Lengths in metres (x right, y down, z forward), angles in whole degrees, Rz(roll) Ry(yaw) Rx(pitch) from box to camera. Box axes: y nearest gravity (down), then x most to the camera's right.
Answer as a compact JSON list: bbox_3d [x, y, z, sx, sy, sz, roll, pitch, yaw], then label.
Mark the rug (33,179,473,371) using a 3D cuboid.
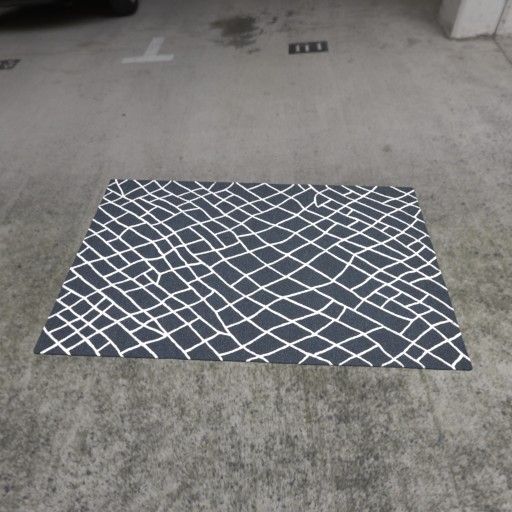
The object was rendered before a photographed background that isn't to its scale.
[{"bbox_3d":[0.000,0.000,2.255,1.830,0.013,1.223,2,46,2],"label":"rug"}]
